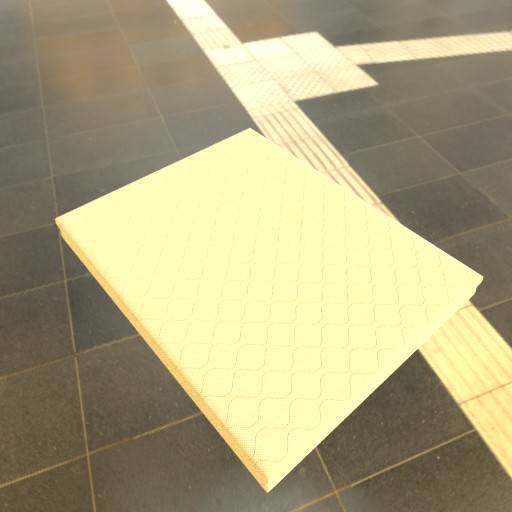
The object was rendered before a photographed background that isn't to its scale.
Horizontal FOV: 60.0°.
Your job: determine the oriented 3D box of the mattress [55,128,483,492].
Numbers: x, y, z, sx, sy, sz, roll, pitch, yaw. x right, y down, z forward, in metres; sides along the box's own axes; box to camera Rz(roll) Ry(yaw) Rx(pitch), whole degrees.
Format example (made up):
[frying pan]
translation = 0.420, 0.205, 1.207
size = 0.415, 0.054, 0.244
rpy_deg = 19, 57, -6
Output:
[mattress]
translation = 0.000, 0.000, 2.661
size = 1.600, 0.200, 2.000
rpy_deg = -33, 55, -26
